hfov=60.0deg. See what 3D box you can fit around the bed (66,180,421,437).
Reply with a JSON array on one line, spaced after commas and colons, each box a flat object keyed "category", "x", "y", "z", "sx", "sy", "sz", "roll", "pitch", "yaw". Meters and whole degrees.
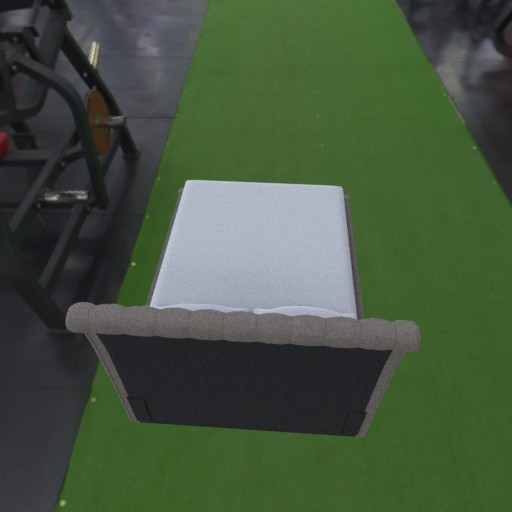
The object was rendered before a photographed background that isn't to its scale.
[{"category": "bed", "x": 0.000, "y": 0.000, "z": 3.274, "sx": 1.645, "sy": 1.371, "sz": 2.252, "roll": 3, "pitch": 46, "yaw": 3}]
